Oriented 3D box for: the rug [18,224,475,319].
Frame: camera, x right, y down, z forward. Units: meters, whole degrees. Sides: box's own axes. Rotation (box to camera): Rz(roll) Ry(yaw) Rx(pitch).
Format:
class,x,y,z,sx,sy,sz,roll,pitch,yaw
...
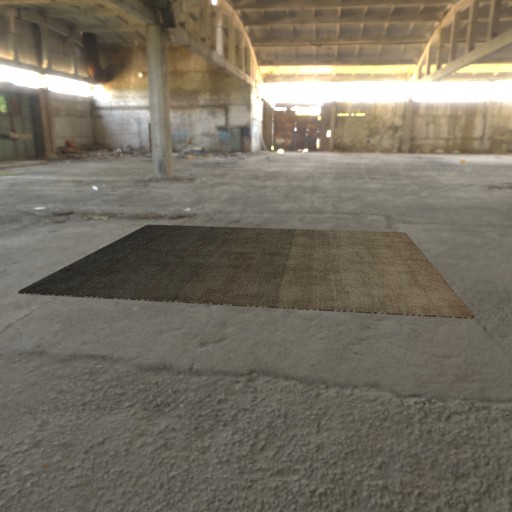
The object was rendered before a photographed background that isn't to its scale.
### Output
class,x,y,z,sx,sy,sz,roll,pitch,yaw
rug,0.000,0.000,3.845,2.902,0.017,2.306,2,16,8
